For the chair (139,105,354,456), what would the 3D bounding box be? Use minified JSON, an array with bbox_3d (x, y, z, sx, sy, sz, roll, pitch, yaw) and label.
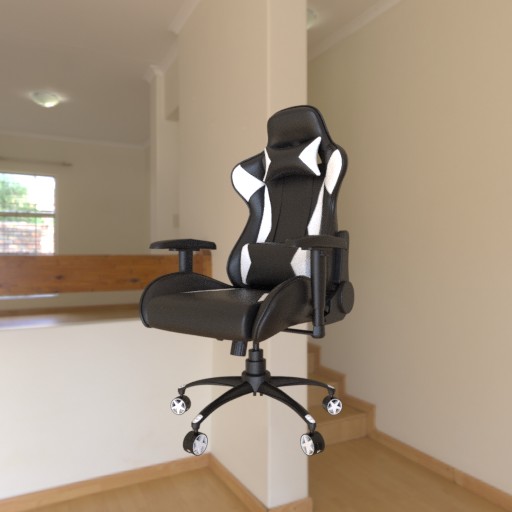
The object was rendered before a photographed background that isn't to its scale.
[{"bbox_3d":[0.000,0.000,1.706,0.730,1.285,0.695,0,0,37],"label":"chair"}]
